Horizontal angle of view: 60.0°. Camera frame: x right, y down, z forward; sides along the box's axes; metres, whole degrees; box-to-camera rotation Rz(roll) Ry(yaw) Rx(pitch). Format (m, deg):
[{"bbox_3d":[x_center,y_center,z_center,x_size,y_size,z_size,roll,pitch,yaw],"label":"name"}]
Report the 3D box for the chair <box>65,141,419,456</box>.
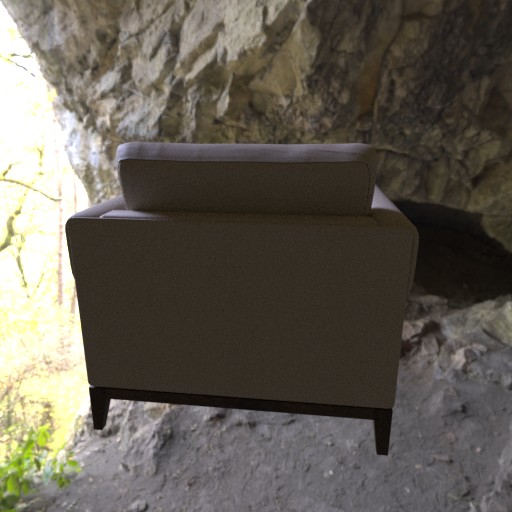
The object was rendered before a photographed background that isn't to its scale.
[{"bbox_3d":[0.000,0.000,1.617,0.914,0.838,0.959,2,17,7],"label":"chair"}]
